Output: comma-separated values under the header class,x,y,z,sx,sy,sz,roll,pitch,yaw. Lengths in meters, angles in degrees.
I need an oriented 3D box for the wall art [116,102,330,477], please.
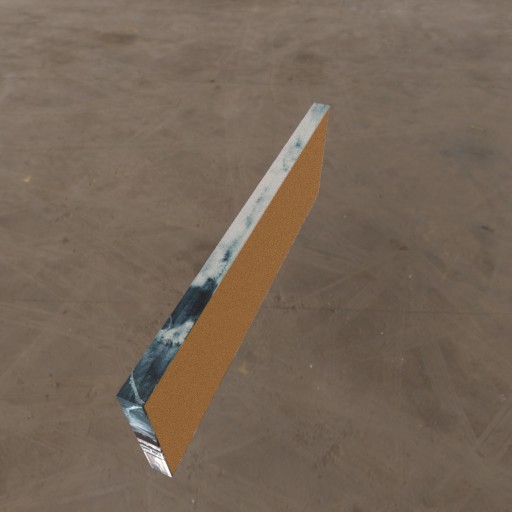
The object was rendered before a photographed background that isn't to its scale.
class,x,y,z,sx,sy,sz,roll,pitch,yaw
wall art,0.000,0.000,0.844,0.037,0.251,0.759,17,49,15
